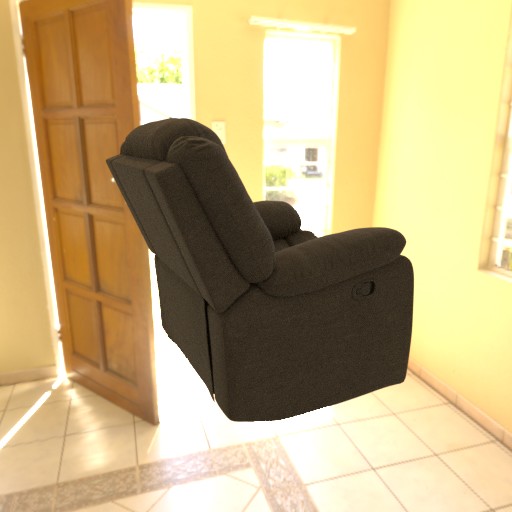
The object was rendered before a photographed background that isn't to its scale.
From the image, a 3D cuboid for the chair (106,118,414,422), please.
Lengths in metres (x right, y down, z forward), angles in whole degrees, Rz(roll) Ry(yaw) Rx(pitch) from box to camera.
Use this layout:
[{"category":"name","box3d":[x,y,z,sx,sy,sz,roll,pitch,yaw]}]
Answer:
[{"category":"chair","box3d":[0.000,0.000,1.715,0.944,1.008,0.899,-7,17,-26]}]
